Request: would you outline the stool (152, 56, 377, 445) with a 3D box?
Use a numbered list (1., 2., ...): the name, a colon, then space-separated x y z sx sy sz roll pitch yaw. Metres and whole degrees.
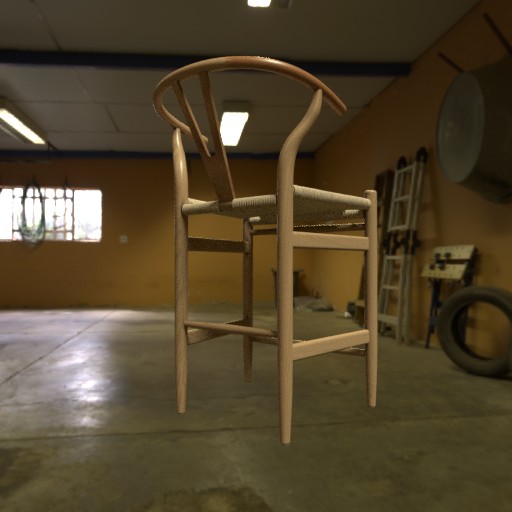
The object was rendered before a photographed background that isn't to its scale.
1. stool: 0.000 0.000 1.296 0.536 0.923 0.575 -1 -1 37
